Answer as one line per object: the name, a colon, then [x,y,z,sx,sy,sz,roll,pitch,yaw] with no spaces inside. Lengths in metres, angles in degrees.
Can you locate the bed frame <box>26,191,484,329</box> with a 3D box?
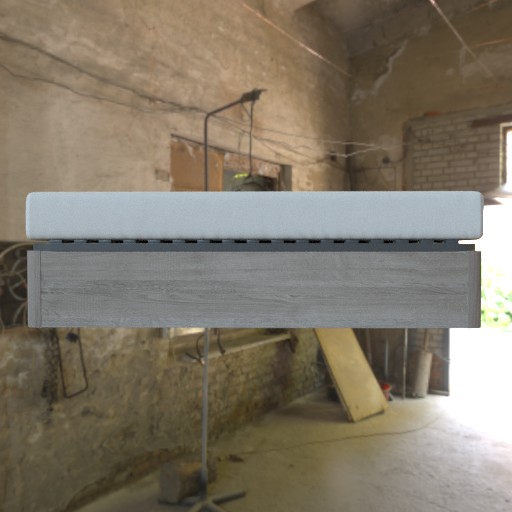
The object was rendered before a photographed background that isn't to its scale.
bed frame: [0.000,0.000,2.491,1.900,0.561,1.400,0,1,1]
